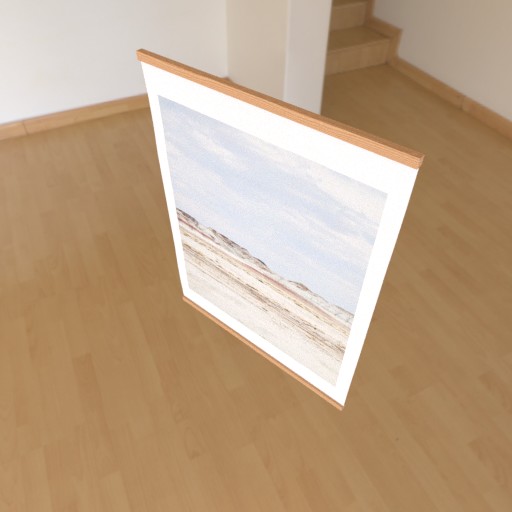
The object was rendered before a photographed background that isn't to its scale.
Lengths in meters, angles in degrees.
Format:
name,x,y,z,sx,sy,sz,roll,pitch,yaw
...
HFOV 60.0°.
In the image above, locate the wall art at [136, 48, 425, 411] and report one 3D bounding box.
name,x,y,z,sx,sy,sz,roll,pitch,yaw
wall art,0.000,0.000,0.792,0.458,0.605,0.011,30,53,26
